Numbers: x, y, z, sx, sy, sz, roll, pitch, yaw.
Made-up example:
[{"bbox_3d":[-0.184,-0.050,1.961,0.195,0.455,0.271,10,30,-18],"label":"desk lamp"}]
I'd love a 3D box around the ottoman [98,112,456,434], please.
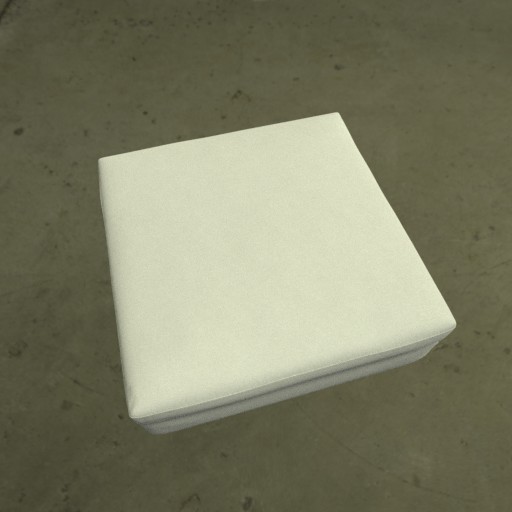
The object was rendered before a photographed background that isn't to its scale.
[{"bbox_3d":[0.000,0.000,1.868,1.167,0.482,1.163,-13,59,-8],"label":"ottoman"}]
